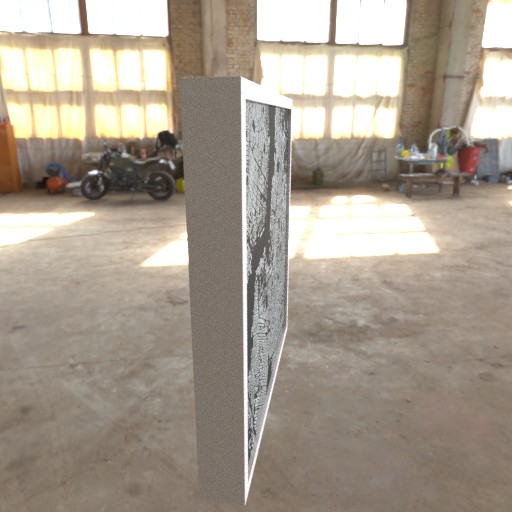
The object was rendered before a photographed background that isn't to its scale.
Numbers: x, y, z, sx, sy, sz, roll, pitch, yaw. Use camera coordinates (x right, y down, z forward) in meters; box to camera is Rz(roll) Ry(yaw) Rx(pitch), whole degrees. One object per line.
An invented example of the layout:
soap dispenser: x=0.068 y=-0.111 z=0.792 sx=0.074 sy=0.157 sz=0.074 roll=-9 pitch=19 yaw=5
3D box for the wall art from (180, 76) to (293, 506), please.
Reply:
wall art: x=0.000 y=0.000 z=0.440 sx=0.037 sy=0.305 sz=0.305 roll=3 pitch=17 yaw=9
